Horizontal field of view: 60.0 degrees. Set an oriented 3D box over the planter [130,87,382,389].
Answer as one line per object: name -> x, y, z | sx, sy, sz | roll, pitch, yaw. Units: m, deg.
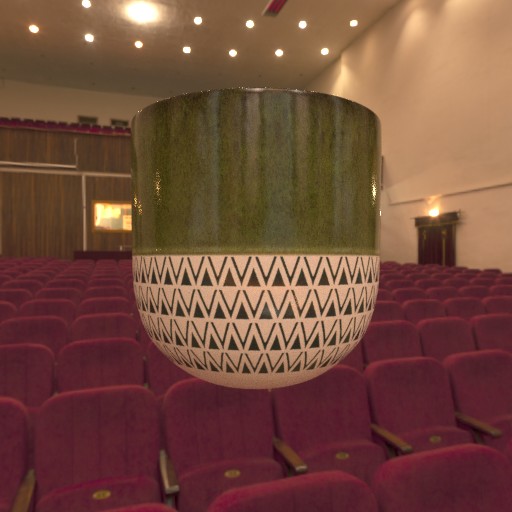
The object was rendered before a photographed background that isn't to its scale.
planter -> 0.000, 0.000, 0.487 | 0.266, 0.270, 0.266 | 0, 0, 0
